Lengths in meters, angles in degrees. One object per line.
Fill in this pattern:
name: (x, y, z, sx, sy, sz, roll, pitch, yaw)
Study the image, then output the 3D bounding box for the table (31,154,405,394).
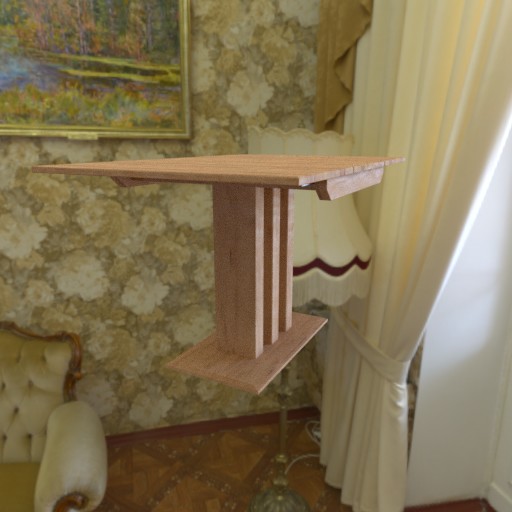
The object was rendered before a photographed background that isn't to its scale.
table: (0.000, 0.000, 1.830, 0.900, 0.770, 1.300, 8, 17, 27)
